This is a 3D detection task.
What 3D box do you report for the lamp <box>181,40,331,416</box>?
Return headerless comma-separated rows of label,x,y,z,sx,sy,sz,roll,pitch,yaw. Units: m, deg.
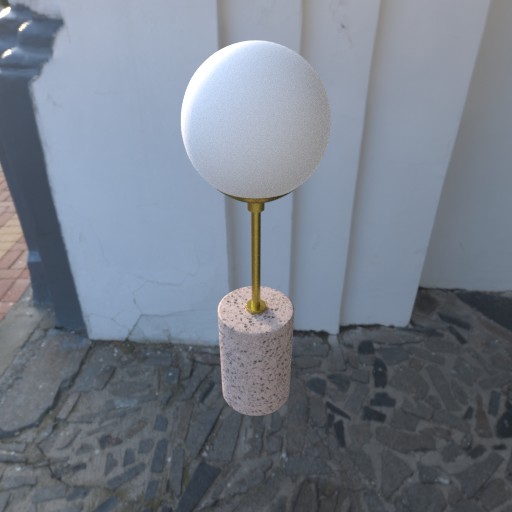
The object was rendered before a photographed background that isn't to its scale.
lamp,0.000,0.000,0.547,0.153,0.480,0.153,0,33,0
